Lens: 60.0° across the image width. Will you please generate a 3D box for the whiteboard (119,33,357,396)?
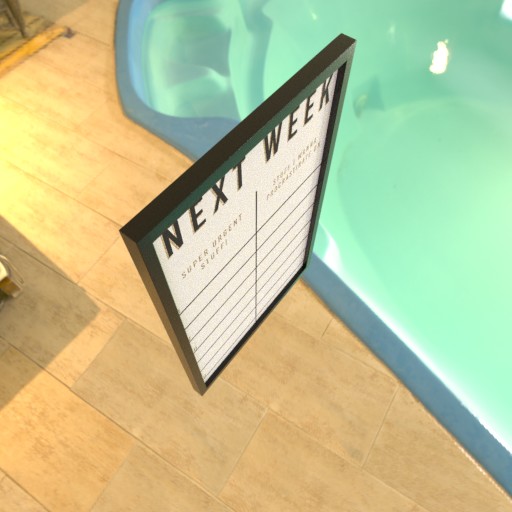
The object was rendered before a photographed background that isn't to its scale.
[{"bbox_3d":[0.000,0.000,0.772,0.026,0.611,0.406,34,65,18],"label":"whiteboard"}]
